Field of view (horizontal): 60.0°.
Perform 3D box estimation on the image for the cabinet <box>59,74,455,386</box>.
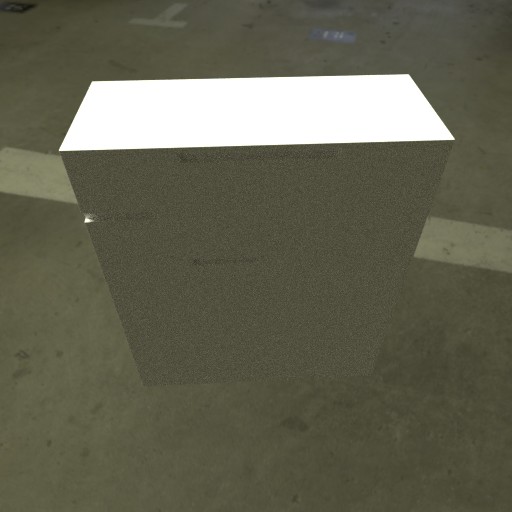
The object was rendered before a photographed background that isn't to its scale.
[{"bbox_3d":[0.000,0.000,1.679,1.000,1.190,0.400,-2,45,-2],"label":"cabinet"}]
